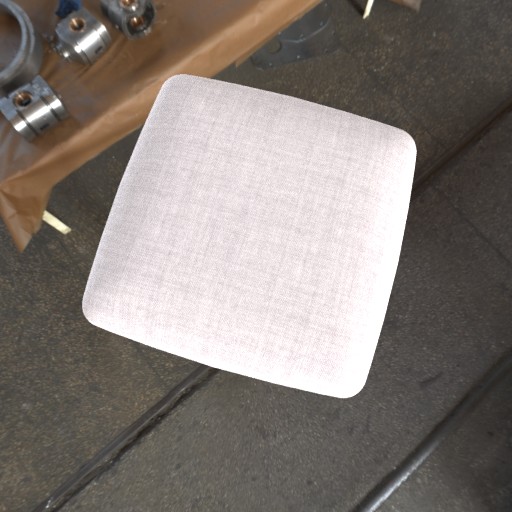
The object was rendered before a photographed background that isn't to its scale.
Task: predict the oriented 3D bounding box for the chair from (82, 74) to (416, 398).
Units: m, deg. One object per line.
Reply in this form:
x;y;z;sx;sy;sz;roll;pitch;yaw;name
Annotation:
0.000;0.000;0.707;0.350;0.440;0.350;16;78;4;chair
